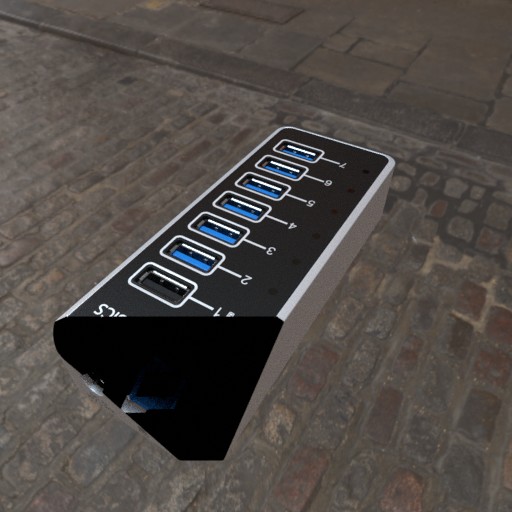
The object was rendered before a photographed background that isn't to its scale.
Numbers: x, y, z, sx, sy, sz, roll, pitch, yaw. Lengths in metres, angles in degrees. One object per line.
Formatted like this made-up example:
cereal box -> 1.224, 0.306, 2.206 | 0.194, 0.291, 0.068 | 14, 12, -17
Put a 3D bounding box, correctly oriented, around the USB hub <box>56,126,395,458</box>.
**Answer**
USB hub -> 0.000, 0.000, 0.130 | 0.044, 0.023, 0.110 | 24, 50, 22
